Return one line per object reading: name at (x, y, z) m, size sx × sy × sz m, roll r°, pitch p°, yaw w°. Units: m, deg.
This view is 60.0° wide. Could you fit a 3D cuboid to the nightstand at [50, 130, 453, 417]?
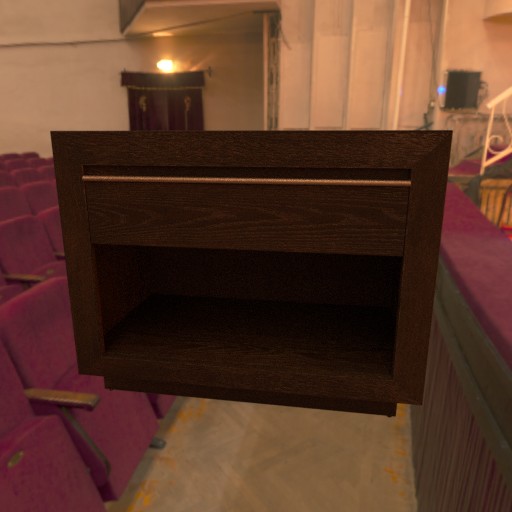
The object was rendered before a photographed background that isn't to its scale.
nightstand at (0.000, 0.000, 1.130) m, size 0.775 × 0.612 × 0.457 m, roll 2°, pitch 15°, yaw 9°
